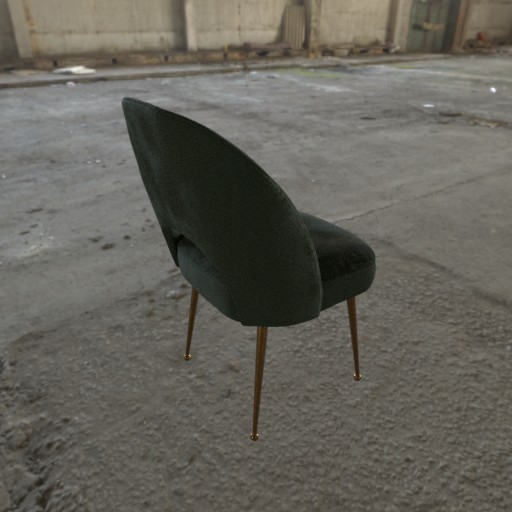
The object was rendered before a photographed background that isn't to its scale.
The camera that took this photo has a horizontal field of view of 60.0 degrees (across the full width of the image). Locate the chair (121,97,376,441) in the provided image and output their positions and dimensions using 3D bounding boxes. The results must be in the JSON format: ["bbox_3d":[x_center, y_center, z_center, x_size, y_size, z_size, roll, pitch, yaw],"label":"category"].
[{"bbox_3d":[0.000,0.000,1.210,0.577,0.860,0.527,-18,33,-31],"label":"chair"}]
